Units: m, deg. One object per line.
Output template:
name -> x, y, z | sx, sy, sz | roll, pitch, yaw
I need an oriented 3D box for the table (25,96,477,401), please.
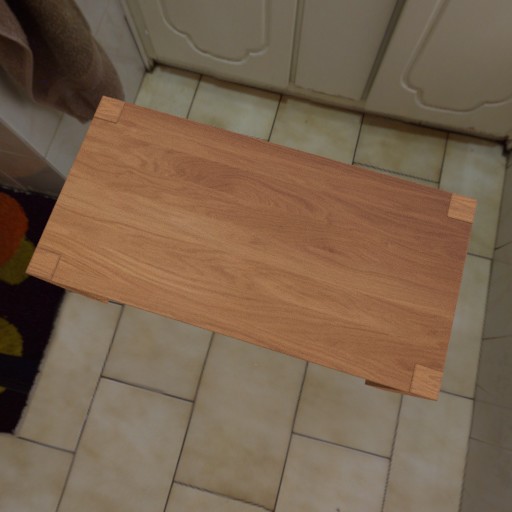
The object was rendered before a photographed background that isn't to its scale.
table -> 0.000, 0.000, 2.312 | 1.800, 0.760, 0.900 | 17, 77, 4
